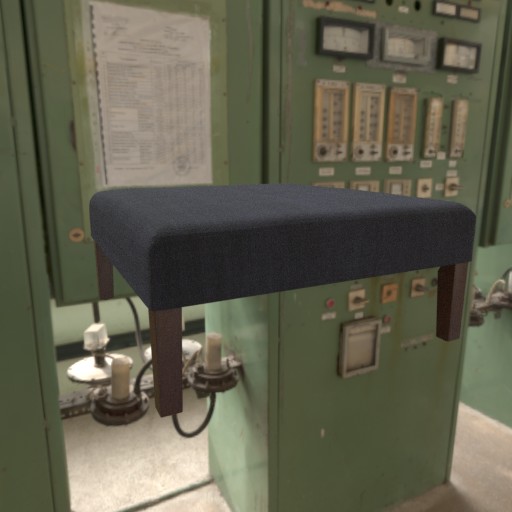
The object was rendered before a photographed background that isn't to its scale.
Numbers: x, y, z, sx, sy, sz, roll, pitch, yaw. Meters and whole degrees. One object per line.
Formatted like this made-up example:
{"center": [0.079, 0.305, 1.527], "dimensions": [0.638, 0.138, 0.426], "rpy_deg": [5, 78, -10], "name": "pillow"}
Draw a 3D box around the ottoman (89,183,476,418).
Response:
{"center": [0.000, 0.000, 1.410], "dimensions": [0.889, 0.411, 0.890], "rpy_deg": [-7, 15, -26], "name": "ottoman"}
